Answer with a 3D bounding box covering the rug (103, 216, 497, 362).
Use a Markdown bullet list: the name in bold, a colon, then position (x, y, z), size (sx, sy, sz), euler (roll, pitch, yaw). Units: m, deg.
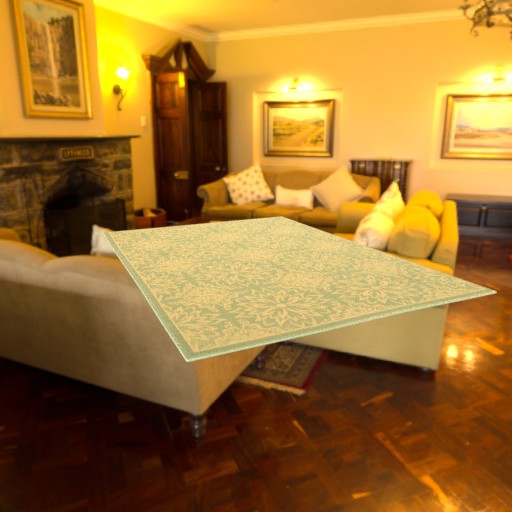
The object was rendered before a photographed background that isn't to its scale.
- **rug**: position (0.000, 0.000, 2.820), size (1.589, 0.014, 2.205), euler (-7, 17, -24)
